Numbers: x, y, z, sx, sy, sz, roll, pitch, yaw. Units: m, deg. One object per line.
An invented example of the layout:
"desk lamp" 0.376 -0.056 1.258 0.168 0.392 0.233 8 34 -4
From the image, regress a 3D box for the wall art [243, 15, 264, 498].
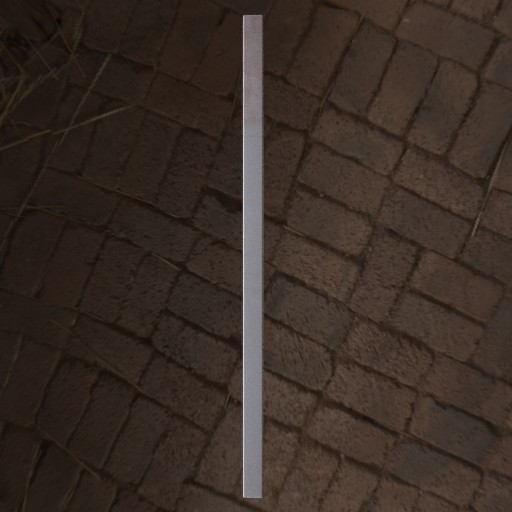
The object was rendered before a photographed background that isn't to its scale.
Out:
"wall art" 0.000 0.000 1.144 0.040 0.608 0.916 0 91 1
